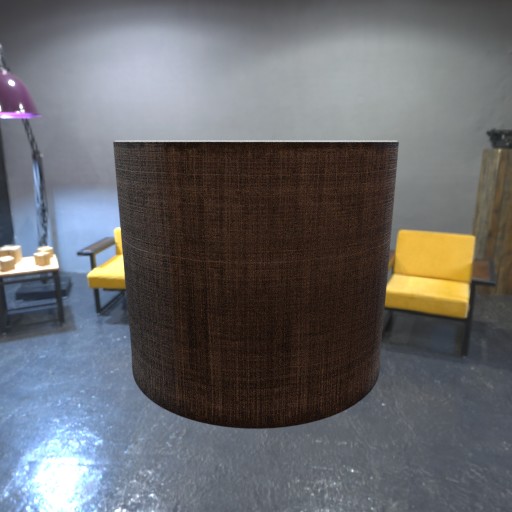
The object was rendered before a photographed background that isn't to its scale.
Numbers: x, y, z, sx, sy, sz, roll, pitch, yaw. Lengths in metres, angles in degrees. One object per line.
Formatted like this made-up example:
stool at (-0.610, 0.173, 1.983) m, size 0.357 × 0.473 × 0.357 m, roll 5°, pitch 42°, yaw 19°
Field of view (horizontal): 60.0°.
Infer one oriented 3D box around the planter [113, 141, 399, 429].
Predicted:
planter at (0.000, 0.000, 0.440) m, size 0.254 × 0.221 × 0.254 m, roll 0°, pitch 15°, yaw 0°
